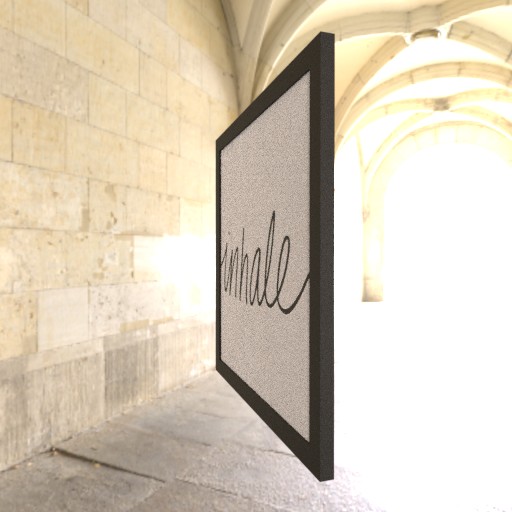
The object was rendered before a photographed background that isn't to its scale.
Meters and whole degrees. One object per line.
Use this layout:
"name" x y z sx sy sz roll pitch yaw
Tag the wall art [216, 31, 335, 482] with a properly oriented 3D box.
"wall art" 0.000 0.000 0.520 0.013 0.356 0.356 0 0 -18
